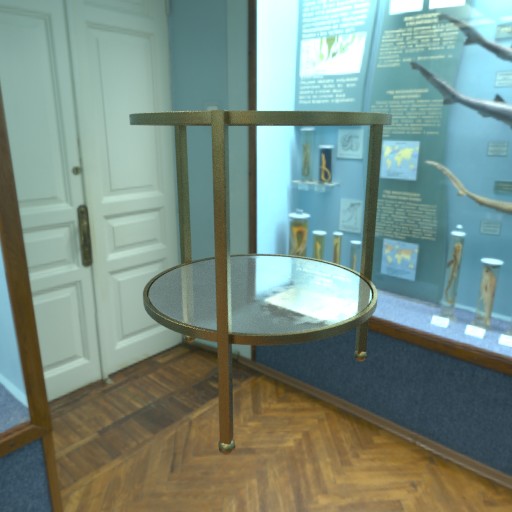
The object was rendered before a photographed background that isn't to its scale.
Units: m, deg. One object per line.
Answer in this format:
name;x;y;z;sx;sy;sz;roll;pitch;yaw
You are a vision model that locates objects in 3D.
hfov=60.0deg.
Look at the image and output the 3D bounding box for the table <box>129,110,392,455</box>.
table;0.000;0.000;0.446;0.243;0.269;0.231;15;22;41
